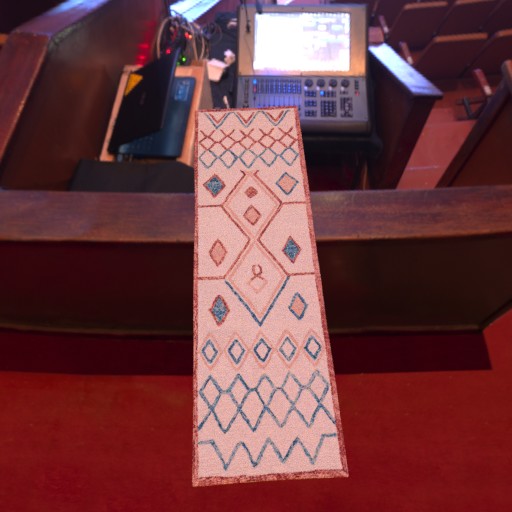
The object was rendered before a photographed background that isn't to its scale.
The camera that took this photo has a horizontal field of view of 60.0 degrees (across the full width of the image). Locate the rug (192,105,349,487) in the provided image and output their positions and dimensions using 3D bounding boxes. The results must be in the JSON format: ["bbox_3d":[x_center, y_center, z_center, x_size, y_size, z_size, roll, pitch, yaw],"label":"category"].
[{"bbox_3d":[0.000,0.000,2.675,0.750,0.011,2.435,-3,63,-2],"label":"rug"}]
